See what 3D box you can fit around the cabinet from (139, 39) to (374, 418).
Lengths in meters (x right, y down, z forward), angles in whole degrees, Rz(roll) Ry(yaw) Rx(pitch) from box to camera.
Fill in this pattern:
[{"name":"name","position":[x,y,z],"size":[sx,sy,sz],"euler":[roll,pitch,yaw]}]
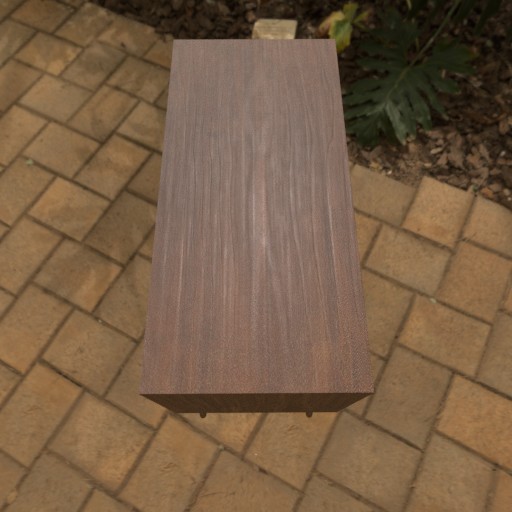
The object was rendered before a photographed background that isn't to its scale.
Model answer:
[{"name":"cabinet","position":[0.000,0.000,1.113],"size":[0.354,0.654,0.743],"euler":[0,66,0]}]
